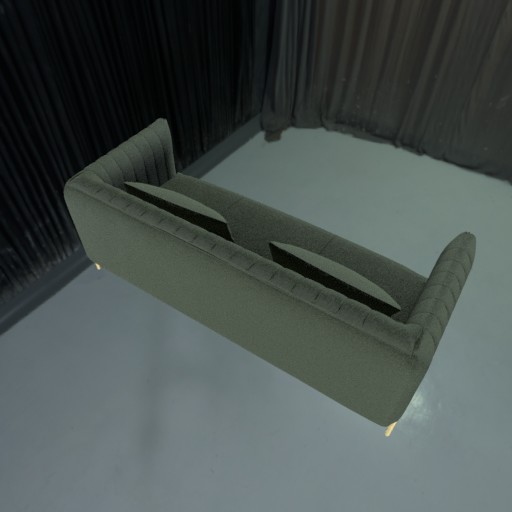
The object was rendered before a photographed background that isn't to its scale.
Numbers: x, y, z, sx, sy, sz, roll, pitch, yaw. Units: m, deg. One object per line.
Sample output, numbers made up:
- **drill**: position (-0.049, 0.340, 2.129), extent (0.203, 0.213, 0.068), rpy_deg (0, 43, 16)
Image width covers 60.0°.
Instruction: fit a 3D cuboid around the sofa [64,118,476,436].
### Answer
- **sofa**: position (0.000, 0.000, 2.590), extent (2.137, 0.793, 0.896), rpy_deg (25, 52, 22)
